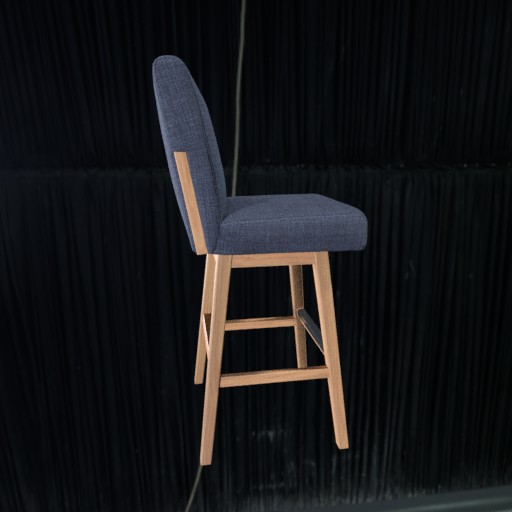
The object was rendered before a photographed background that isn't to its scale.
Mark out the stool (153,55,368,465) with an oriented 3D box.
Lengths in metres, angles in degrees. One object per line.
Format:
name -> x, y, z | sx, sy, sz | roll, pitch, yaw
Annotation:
stool -> 0.000, 0.000, 1.405 | 0.570, 1.112, 0.483 | -2, 15, -9
